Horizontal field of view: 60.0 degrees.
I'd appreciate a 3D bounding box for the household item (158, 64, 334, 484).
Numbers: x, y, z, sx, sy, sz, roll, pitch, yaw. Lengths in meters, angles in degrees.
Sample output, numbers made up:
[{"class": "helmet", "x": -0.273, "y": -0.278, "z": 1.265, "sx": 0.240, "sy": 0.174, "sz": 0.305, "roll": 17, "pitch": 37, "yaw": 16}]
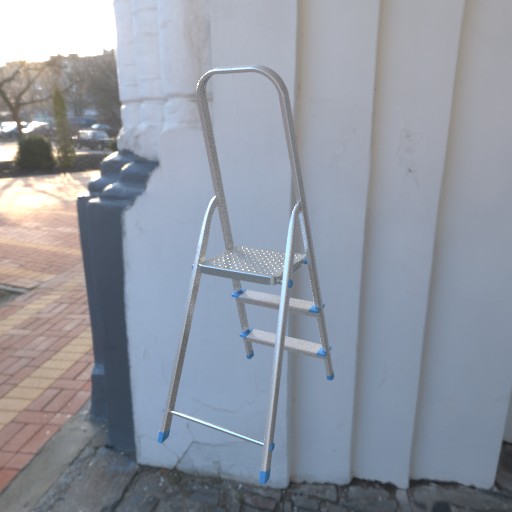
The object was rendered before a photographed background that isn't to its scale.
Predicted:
[{"class": "household item", "x": 0.000, "y": 0.000, "z": 1.560, "sx": 0.420, "sy": 1.215, "sz": 0.687, "roll": 8, "pitch": 18, "yaw": 26}]
